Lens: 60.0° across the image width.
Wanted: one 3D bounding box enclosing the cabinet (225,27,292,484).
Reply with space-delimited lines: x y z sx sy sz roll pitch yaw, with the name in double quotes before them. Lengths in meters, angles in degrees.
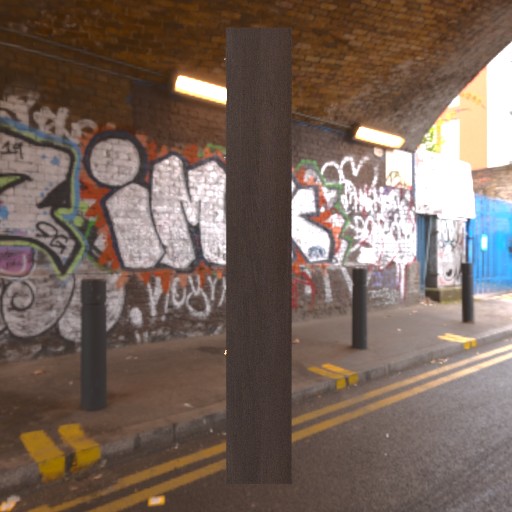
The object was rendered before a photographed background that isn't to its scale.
"cabinet" 0.000 0.000 1.843 0.255 1.630 0.520 0 0 0
